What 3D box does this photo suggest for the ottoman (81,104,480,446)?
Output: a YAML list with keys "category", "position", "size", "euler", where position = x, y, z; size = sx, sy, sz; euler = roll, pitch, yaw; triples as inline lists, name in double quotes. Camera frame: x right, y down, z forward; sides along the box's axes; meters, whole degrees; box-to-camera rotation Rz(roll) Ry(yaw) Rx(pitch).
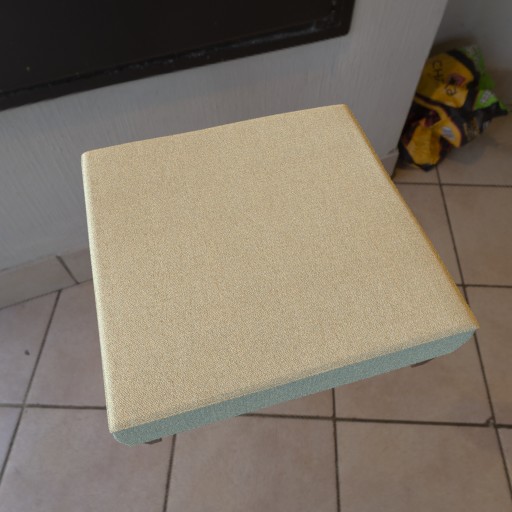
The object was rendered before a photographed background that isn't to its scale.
- category: "ottoman"
  position: [0.000, 0.000, 1.496]
  size: [1.004, 0.379, 0.968]
  euler: [-13, 58, -9]
